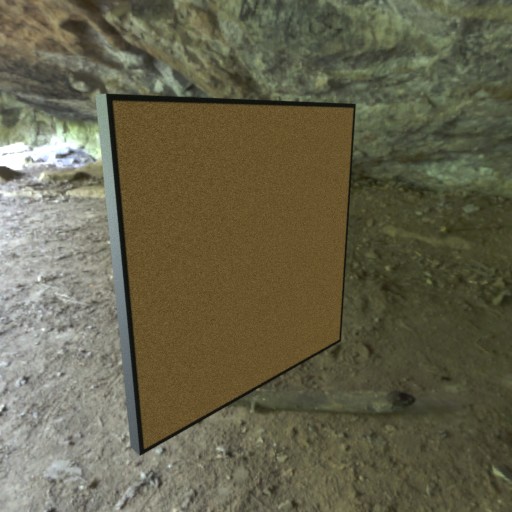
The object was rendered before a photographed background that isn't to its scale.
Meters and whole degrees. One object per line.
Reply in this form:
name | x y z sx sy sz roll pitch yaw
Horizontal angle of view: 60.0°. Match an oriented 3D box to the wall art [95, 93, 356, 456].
wall art | 0.000 0.000 0.769 0.513 0.511 0.028 -16 23 -42
